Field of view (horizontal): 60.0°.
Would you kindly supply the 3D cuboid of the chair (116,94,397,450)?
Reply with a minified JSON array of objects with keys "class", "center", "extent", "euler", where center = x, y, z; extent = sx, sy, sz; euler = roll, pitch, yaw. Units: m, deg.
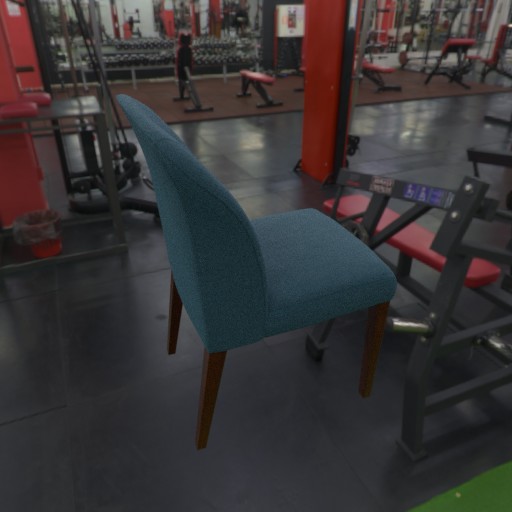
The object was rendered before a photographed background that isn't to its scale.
[{"class":"chair","center":[0.000,0.000,1.235],"extent":[0.620,0.879,0.507],"euler":[-11,31,-18]}]
